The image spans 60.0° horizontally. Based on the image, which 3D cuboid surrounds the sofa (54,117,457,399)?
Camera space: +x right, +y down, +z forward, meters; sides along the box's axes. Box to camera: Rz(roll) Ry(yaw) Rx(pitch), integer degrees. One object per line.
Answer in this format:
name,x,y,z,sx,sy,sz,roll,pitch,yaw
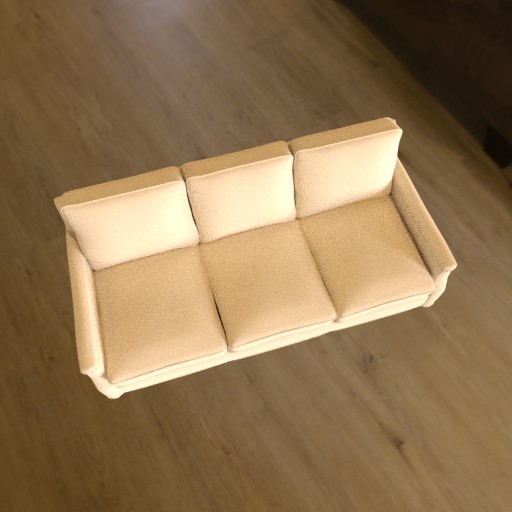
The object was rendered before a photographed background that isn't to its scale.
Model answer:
sofa,0.000,0.000,2.810,2.246,1.003,1.084,-15,65,-7
